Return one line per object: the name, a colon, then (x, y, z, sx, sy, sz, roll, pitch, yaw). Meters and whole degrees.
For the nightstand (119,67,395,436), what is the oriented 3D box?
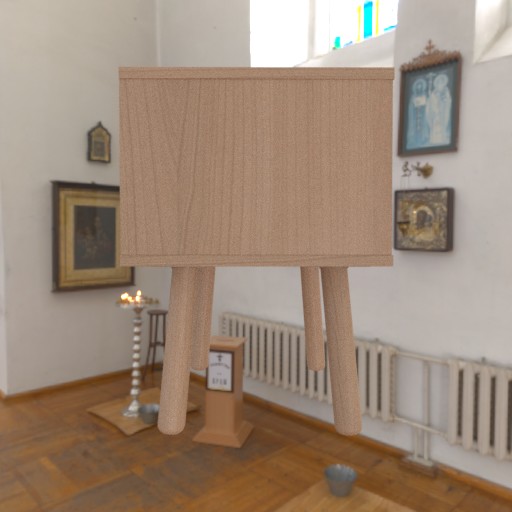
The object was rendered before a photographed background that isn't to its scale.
nightstand: (0.000, 0.000, 0.841, 0.380, 0.530, 0.450, 0, 1, 0)
